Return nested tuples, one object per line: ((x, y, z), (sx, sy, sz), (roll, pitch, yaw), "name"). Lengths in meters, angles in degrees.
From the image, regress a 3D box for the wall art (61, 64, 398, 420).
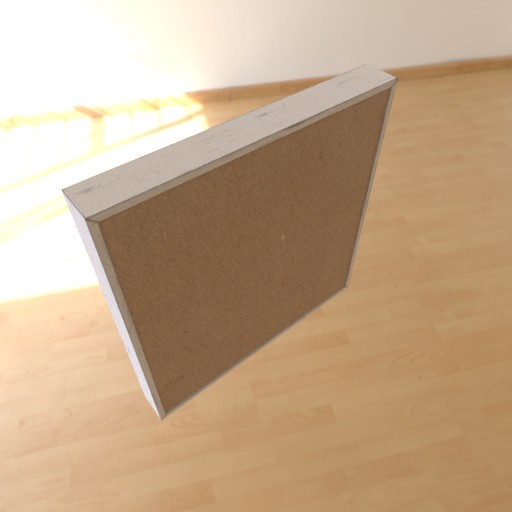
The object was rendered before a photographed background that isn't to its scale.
((0.000, 0.000, 0.463), (0.305, 0.305, 0.038), (-31, 54, -25), "wall art")
